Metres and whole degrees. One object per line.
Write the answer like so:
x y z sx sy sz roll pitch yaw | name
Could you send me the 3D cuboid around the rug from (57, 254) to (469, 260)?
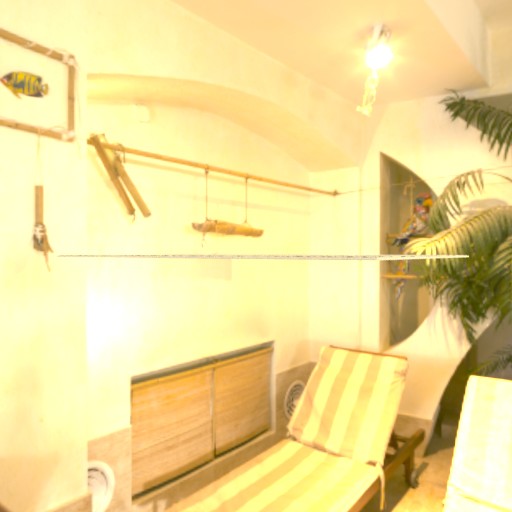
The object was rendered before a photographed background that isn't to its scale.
0.000 0.000 3.528 2.746 0.018 1.819 0 1 37 | rug
